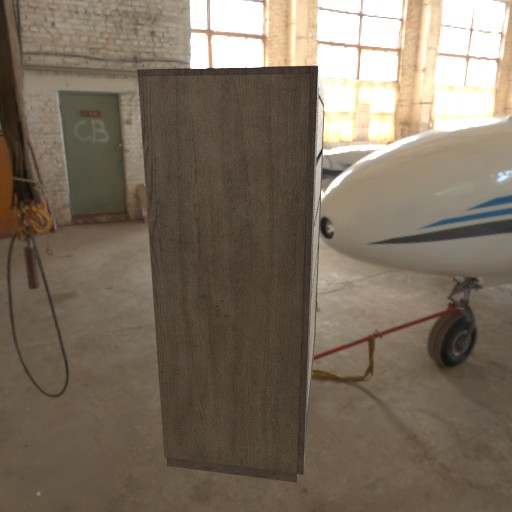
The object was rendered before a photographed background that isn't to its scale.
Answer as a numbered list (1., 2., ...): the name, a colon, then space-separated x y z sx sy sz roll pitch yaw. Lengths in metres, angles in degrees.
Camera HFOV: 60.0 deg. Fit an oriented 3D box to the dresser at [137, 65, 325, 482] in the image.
1. dresser: 0.000 0.000 1.786 0.483 1.295 0.967 3 17 9
